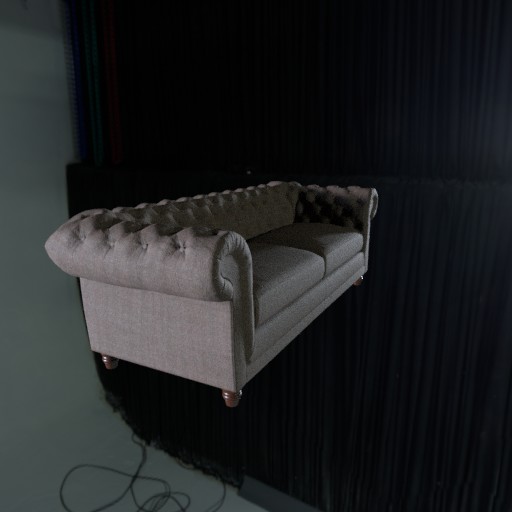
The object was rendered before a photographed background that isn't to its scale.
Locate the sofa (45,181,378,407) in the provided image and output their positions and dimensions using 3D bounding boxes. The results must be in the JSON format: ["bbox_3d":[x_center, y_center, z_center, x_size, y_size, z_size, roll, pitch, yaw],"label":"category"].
[{"bbox_3d":[0.000,0.000,2.780,0.944,0.787,2.385,7,15,27],"label":"sofa"}]
